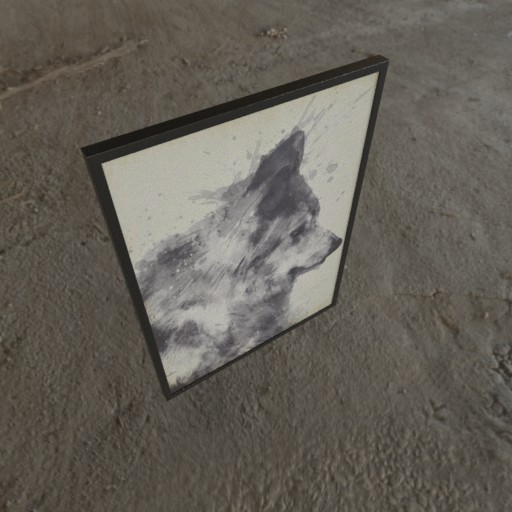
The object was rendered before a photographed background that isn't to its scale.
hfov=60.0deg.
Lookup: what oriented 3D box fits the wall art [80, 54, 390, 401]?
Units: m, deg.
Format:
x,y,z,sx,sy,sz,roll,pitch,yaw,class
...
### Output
x,y,z,sx,sy,sz,roll,pitch,yaw,class
0.000,0.000,1.401,0.804,1.061,0.039,-25,52,-22,wall art
